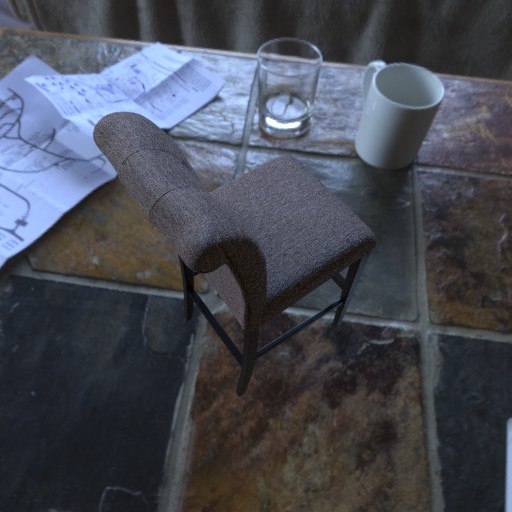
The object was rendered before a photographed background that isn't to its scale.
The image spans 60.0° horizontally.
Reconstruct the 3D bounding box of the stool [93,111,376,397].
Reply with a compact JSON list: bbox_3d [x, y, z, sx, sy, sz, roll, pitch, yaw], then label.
[{"bbox_3d":[0.000,0.000,1.435,0.613,1.131,0.452,-32,64,-18],"label":"stool"}]
